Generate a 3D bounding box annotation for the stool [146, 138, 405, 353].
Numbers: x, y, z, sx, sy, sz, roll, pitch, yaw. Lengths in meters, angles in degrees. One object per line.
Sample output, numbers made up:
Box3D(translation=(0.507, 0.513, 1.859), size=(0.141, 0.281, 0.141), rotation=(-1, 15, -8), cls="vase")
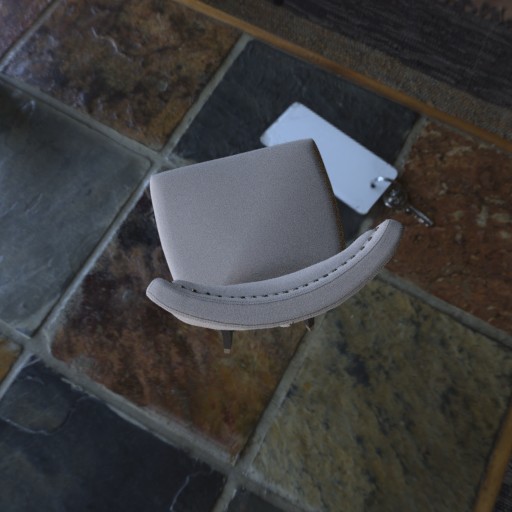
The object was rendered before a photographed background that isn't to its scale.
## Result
Box3D(translation=(0.000, 0.000, 1.390), size=(0.526, 1.092, 0.563), rotation=(-14, 75, -4), cls="stool")
